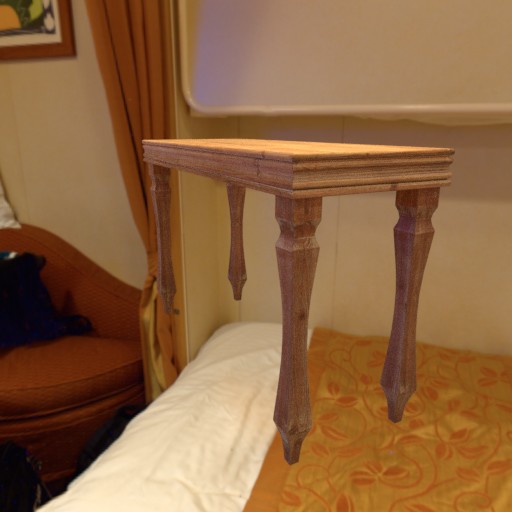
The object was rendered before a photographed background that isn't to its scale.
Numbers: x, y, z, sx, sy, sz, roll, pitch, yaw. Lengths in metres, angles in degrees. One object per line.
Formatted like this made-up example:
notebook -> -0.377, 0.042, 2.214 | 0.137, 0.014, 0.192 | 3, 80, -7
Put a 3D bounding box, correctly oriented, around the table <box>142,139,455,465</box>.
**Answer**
table -> 0.000, 0.000, 1.769 | 0.522, 0.873, 1.330 | -8, 18, -27
